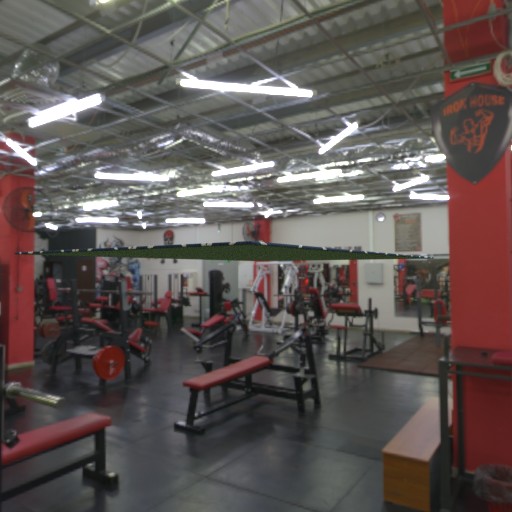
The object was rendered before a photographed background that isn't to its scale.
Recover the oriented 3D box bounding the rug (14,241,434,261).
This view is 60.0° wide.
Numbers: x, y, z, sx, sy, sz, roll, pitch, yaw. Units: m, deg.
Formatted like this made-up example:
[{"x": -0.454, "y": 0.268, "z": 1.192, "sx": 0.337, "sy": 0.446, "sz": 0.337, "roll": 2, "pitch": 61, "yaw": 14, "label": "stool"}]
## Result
[{"x": 0.000, "y": 0.000, "z": 2.685, "sx": 1.524, "sy": 0.010, "sz": 2.134, "roll": -1, "pitch": -2, "yaw": 36, "label": "rug"}]
